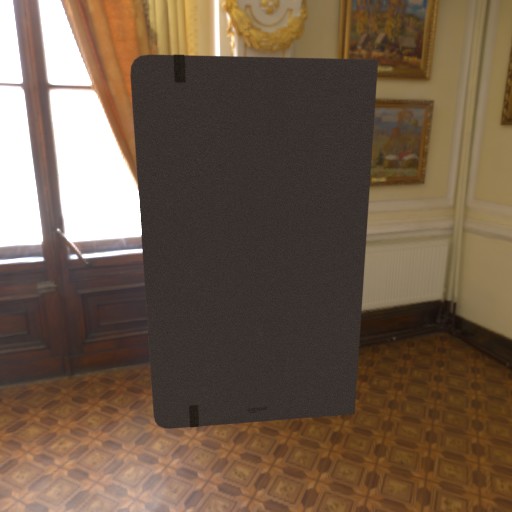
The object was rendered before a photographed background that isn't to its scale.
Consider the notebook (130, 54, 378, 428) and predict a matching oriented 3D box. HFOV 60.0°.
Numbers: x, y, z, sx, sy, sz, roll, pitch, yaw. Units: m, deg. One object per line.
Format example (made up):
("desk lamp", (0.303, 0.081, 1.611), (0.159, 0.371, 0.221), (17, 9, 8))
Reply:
("notebook", (0.000, 0.000, 0.258), (0.127, 0.213, 0.016), (-2, 15, -7))
